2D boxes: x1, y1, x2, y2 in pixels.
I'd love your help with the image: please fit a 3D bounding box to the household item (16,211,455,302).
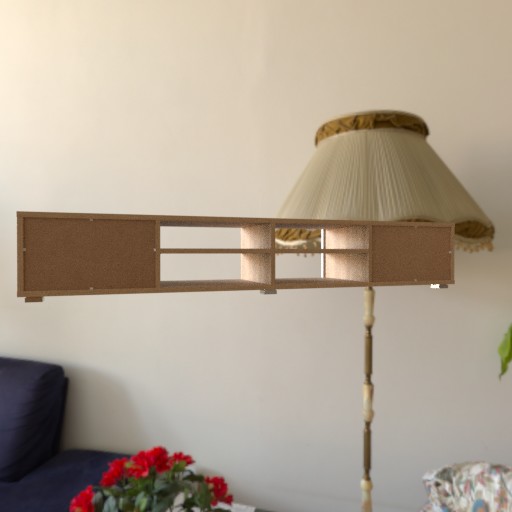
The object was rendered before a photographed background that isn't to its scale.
[{"bbox_3d":[0.000,0.000,1.992,1.850,0.310,0.420,0,1,-19],"label":"household item"}]
